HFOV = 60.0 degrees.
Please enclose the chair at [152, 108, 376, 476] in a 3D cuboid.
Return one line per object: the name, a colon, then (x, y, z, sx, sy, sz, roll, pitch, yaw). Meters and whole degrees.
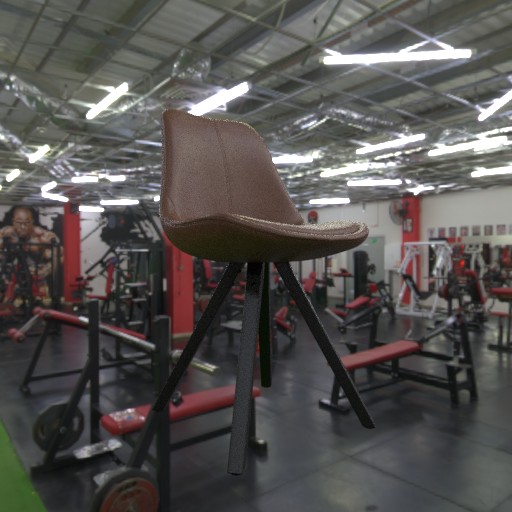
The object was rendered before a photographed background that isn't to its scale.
chair: (0.000, 0.000, 1.156, 0.475, 0.850, 0.550, 0, 1, -35)
